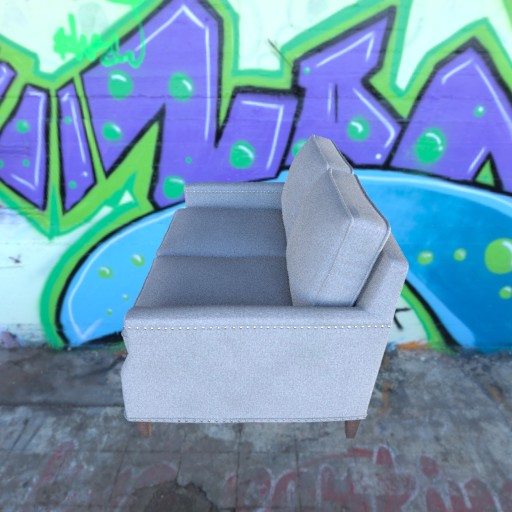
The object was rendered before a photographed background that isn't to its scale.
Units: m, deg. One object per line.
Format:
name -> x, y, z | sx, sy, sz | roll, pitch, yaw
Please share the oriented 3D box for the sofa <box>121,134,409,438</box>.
sofa -> 0.000, 0.000, 2.343 | 1.084, 1.003, 1.597 | 0, 28, 0
